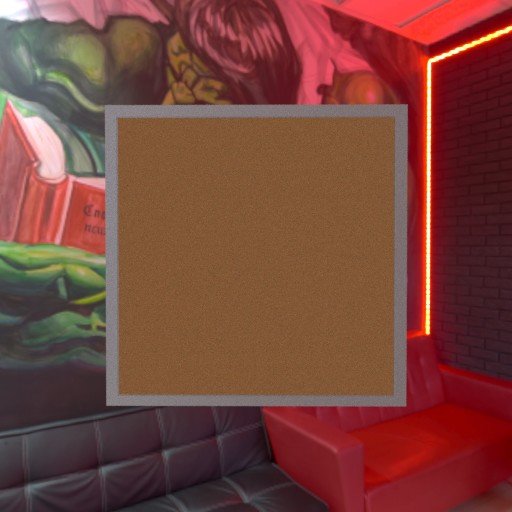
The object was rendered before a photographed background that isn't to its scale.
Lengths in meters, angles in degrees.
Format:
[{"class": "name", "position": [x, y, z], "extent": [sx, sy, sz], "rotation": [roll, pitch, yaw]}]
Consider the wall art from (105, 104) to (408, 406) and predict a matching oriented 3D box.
[{"class": "wall art", "position": [0.000, 0.000, 0.763], "extent": [0.506, 0.506, 0.038], "rotation": [0, 1, 0]}]
